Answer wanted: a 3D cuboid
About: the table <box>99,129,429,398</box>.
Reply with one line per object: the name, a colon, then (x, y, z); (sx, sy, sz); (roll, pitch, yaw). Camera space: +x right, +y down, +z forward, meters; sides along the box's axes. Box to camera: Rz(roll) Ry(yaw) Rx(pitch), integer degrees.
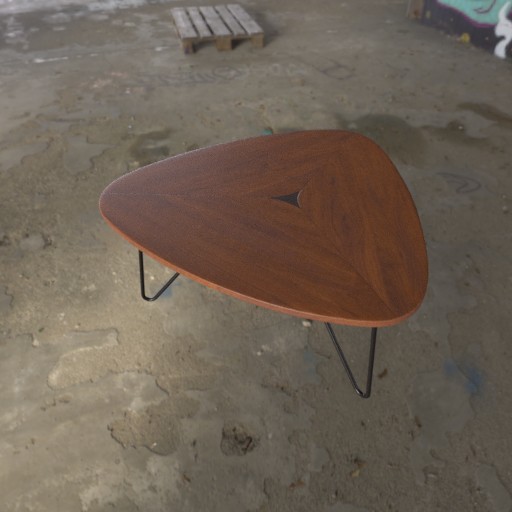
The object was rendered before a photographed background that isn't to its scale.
table: (0.000, 0.000, 1.300); (0.821, 0.413, 0.833); (2, 41, 2)
